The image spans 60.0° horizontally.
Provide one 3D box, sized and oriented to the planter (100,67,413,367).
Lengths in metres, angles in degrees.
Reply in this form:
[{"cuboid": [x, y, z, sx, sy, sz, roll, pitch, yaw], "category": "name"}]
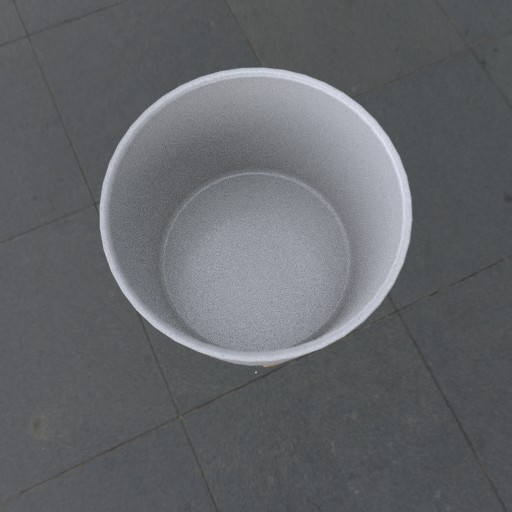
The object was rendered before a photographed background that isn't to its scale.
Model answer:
[{"cuboid": [0.000, 0.000, 0.392, 0.188, 0.260, 0.188, 0, 75, 0], "category": "planter"}]
